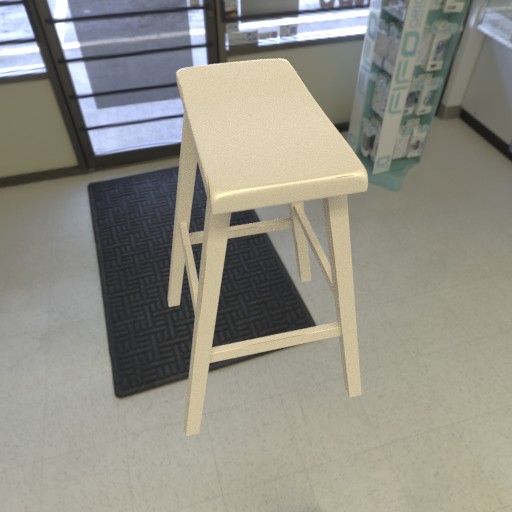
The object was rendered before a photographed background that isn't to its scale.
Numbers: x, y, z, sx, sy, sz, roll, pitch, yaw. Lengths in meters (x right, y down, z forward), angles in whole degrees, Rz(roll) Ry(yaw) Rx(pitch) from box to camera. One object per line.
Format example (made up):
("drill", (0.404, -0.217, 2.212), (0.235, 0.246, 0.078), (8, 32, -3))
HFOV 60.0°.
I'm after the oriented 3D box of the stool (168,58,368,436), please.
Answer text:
("stool", (0.000, 0.000, 1.053), (0.476, 0.737, 0.457), (-10, 46, -10))
